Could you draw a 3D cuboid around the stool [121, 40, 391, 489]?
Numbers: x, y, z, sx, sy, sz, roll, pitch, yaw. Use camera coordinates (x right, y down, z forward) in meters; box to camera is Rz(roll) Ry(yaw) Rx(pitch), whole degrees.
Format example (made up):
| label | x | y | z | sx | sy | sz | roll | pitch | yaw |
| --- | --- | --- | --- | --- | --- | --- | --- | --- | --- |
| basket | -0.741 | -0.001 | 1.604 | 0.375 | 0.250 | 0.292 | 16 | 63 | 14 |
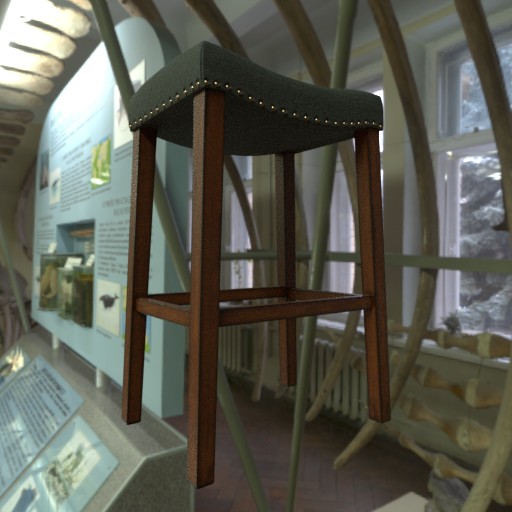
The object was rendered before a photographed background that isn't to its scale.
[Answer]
| label | x | y | z | sx | sy | sz | roll | pitch | yaw |
| --- | --- | --- | --- | --- | --- | --- | --- | --- | --- |
| stool | 0.000 | 0.000 | 1.015 | 0.502 | 0.760 | 0.366 | -1 | 1 | -36 |
